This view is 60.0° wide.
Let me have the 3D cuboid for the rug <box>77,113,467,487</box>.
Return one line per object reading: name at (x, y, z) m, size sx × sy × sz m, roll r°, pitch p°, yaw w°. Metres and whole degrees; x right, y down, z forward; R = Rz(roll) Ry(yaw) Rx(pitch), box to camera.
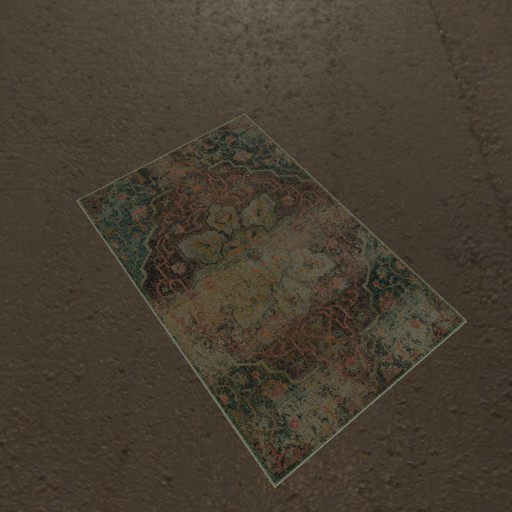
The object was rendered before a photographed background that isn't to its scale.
rug at (0.000, 0.000, 2.999) m, size 1.566 × 0.004 × 2.363 m, roll -32°, pitch 64°, yaw -18°
